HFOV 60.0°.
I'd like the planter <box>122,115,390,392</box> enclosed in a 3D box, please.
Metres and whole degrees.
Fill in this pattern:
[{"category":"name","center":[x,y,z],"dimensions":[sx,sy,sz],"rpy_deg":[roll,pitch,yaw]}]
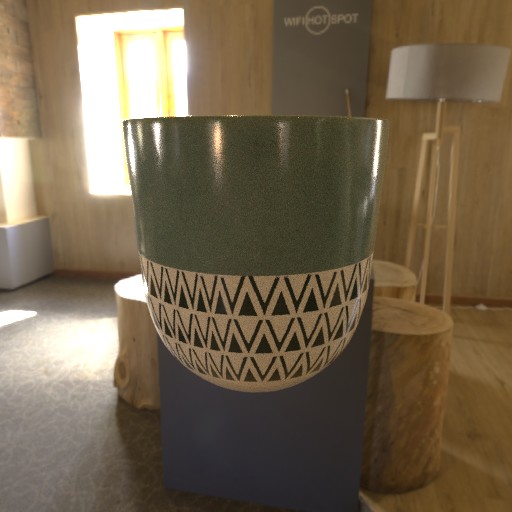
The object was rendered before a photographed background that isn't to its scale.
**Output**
[{"category":"planter","center":[0.000,0.000,0.369],"dimensions":[0.198,0.214,0.198],"rpy_deg":[0,15,0]}]
